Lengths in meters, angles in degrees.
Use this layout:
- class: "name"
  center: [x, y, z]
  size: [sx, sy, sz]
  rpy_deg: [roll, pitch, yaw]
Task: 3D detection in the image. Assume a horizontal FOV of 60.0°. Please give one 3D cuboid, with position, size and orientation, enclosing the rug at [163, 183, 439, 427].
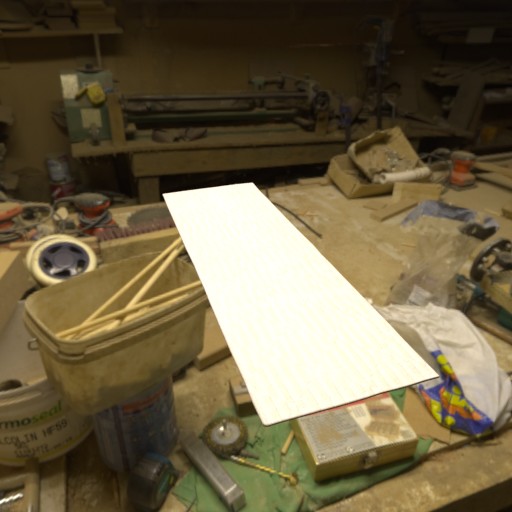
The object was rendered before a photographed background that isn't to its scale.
- class: "rug"
  center: [0.000, 0.000, 2.756]
  size: [0.793, 0.014, 2.450]
  rpy_deg: [-10, 31, -17]
